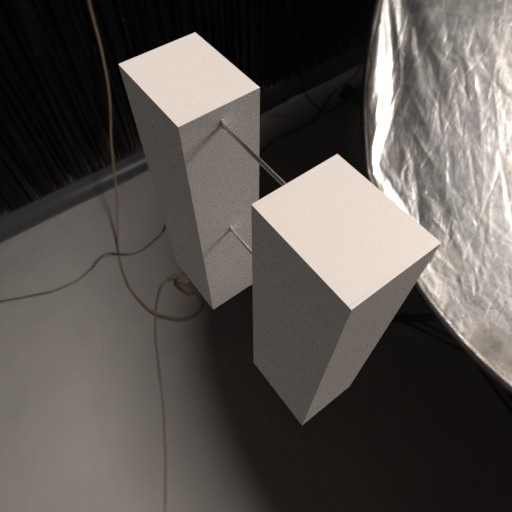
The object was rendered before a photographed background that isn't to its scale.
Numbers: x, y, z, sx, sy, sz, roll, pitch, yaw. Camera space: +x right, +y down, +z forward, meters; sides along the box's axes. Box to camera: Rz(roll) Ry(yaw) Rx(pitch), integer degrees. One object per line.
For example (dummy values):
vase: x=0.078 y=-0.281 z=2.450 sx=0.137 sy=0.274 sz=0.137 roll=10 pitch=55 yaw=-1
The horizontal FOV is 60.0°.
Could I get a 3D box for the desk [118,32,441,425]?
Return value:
desk: x=0.000 y=0.000 z=2.877 sx=0.480 sy=2.000 sz=1.770 roll=-33 pitch=63 yaw=-19
